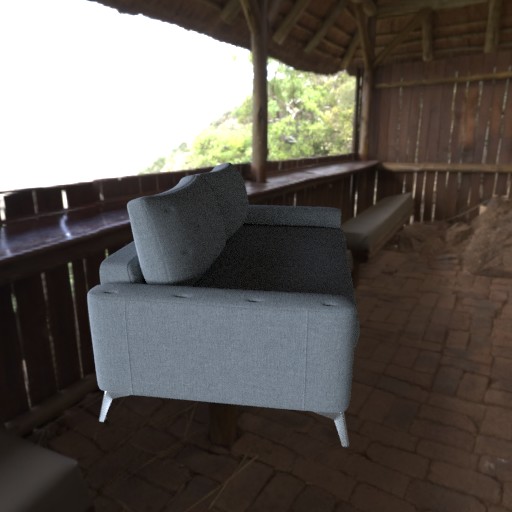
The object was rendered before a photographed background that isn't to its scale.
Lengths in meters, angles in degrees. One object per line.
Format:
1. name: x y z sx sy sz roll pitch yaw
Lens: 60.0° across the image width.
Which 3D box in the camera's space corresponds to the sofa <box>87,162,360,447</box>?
1. sofa: 0.000 0.000 2.183 0.920 0.790 1.650 3 17 8
